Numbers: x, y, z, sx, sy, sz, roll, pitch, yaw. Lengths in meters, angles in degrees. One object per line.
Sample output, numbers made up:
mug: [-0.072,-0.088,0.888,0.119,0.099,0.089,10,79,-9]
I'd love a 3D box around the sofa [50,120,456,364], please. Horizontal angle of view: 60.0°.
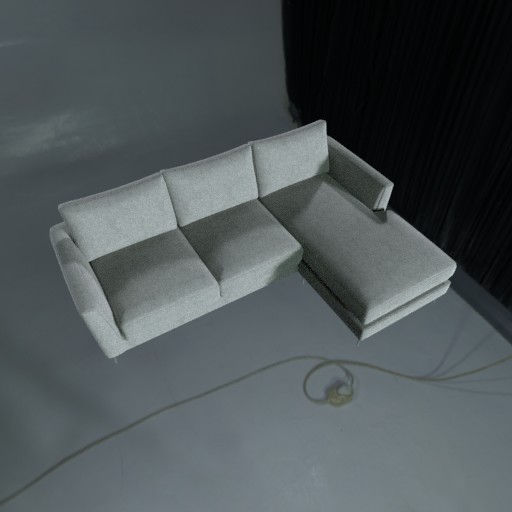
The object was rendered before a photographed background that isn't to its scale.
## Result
sofa: [0.000,0.000,3.157,2.438,0.864,1.626,-23,50,-21]
